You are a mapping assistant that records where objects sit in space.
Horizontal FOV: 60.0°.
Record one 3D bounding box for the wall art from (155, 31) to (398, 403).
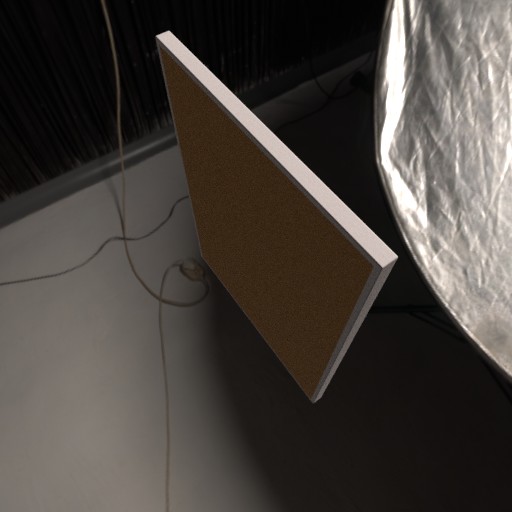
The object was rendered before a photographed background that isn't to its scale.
[{"bbox_3d":[0.000,0.000,1.590,0.046,1.221,0.914,-32,65,-17],"label":"wall art"}]
